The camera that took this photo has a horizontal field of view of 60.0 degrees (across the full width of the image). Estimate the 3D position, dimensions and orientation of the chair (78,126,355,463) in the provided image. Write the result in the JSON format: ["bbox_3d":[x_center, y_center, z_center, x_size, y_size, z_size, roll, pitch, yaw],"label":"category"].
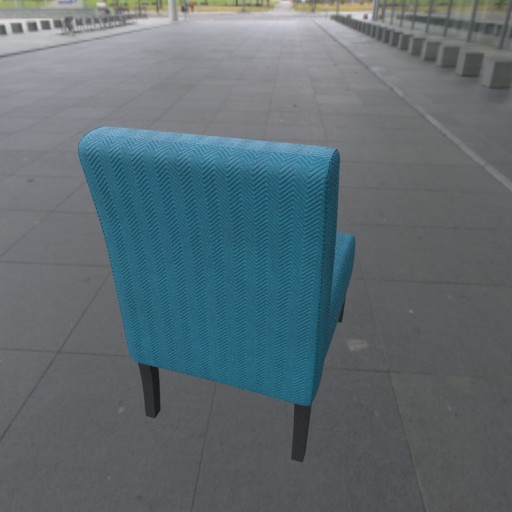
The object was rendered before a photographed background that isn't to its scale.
[{"bbox_3d":[0.000,0.000,1.428,0.579,0.927,0.808,10,31,16],"label":"chair"}]
